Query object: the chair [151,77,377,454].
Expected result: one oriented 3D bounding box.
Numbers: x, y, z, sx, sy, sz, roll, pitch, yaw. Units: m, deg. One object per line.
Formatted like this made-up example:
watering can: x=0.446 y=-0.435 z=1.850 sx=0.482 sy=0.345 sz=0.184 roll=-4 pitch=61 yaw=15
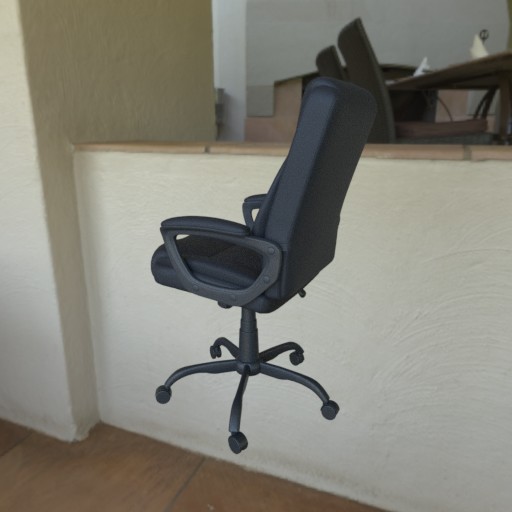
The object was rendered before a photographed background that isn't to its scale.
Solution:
chair: x=0.000 y=0.000 z=1.488 sx=0.655 sy=1.072 sz=0.615 roll=8 pitch=18 yaw=26
